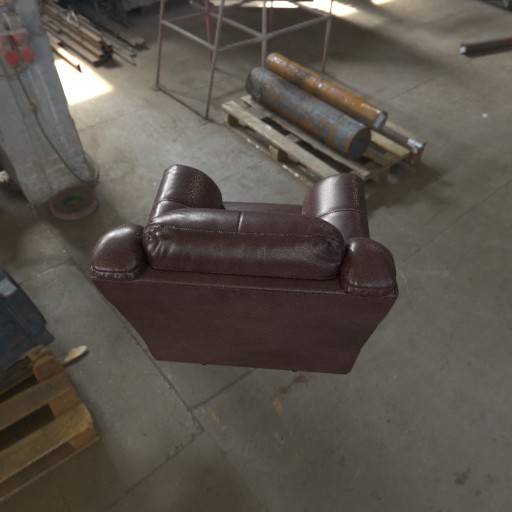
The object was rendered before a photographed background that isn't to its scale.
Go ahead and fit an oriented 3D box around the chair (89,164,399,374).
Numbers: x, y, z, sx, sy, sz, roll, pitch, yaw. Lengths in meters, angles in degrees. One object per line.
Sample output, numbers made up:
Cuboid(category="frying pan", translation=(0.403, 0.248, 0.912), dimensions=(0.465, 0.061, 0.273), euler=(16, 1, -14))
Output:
Cuboid(category="chair", translation=(0.000, 0.000, 1.920), dimensions=(0.990, 1.093, 1.041), euler=(3, 46, 3))
